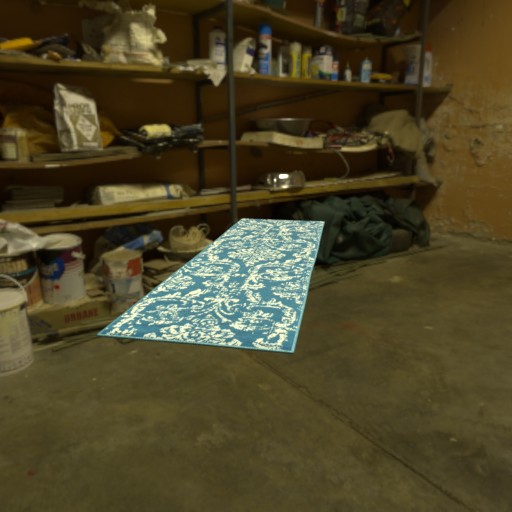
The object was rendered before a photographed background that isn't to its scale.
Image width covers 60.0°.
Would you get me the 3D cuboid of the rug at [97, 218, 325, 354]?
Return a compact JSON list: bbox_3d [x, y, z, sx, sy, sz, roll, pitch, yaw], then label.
[{"bbox_3d":[0.000,0.000,2.455,0.662,0.011,2.196,3,15,11],"label":"rug"}]
